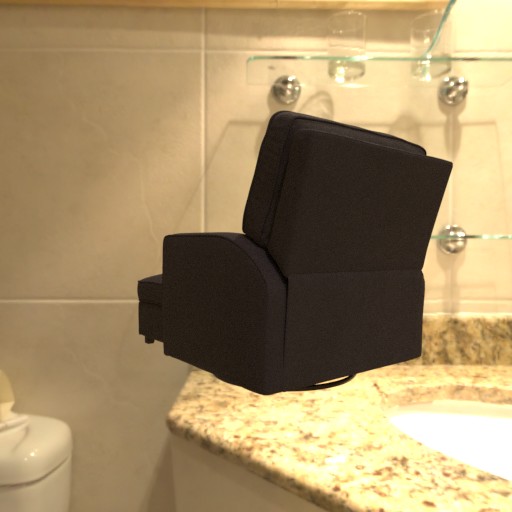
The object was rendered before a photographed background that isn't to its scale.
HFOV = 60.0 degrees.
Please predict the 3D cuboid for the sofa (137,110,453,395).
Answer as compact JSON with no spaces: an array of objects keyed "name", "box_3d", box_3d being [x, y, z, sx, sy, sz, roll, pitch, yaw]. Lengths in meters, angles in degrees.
[{"name":"sofa","box_3d":[0.000,0.000,2.025,0.861,0.959,1.472,0,1,-37]}]
